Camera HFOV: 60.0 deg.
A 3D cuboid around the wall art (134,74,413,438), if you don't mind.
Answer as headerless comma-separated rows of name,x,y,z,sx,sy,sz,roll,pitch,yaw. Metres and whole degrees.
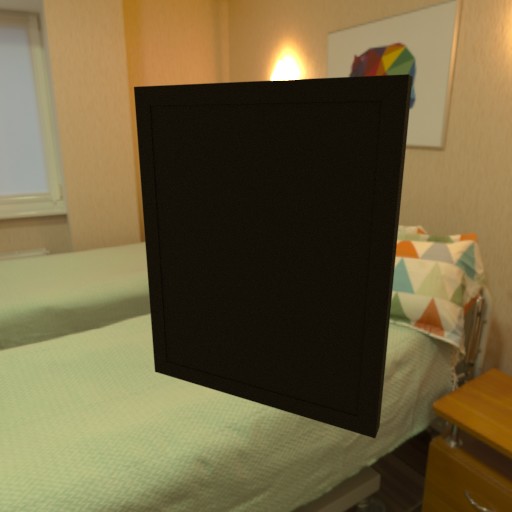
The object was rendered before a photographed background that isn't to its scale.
wall art,0.000,0.000,0.763,0.457,0.559,0.033,8,19,25
